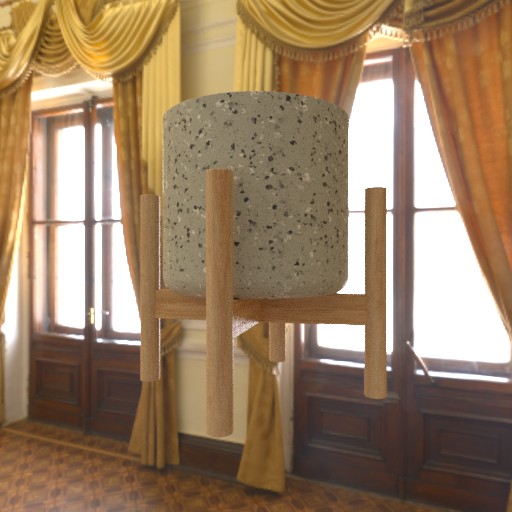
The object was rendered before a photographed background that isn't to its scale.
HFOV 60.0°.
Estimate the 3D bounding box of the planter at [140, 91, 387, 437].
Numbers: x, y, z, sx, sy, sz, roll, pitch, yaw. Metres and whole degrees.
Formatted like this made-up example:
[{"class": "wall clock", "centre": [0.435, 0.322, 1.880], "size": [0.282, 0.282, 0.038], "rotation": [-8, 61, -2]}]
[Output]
[{"class": "planter", "centre": [0.000, 0.000, 0.540], "size": [0.284, 0.320, 0.284], "rotation": [0, 0, 36]}]
